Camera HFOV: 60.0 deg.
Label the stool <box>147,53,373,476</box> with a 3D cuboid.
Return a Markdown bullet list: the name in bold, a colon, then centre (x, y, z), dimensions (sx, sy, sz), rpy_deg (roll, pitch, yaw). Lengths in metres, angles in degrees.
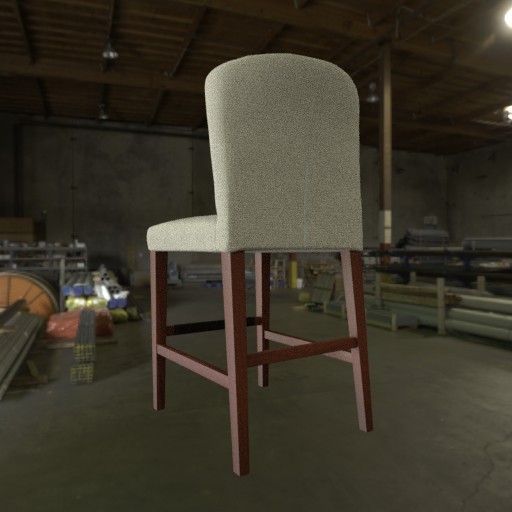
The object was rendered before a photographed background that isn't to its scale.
- **stool**: centre (0.000, 0.000, 1.310), dimensions (0.481, 0.969, 0.568), rpy_deg (-1, 1, -35)
